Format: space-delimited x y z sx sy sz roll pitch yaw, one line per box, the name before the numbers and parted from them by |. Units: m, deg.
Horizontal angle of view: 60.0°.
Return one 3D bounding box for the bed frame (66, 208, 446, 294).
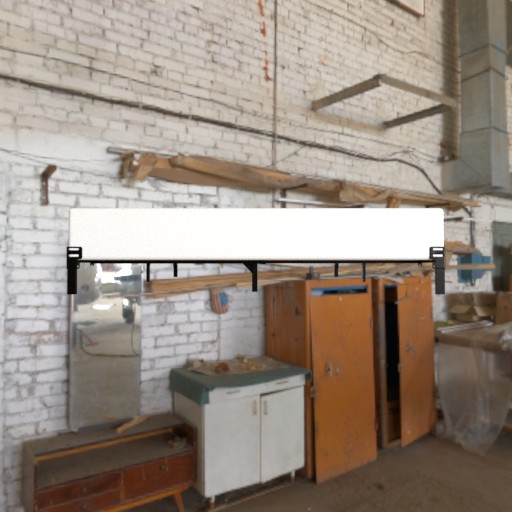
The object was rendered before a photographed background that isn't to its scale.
bed frame | 0.000 0.000 3.739 1.930 0.440 2.987 0 -1 0
